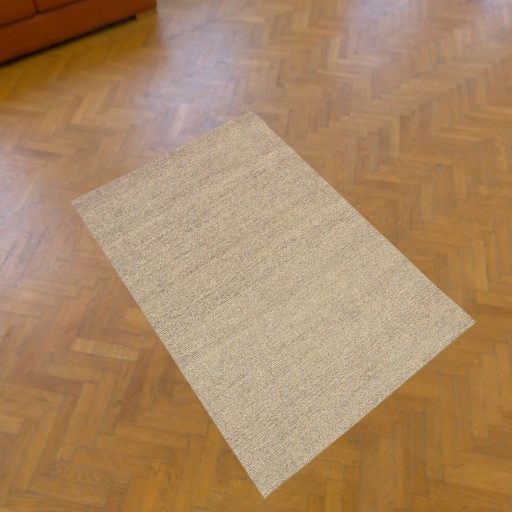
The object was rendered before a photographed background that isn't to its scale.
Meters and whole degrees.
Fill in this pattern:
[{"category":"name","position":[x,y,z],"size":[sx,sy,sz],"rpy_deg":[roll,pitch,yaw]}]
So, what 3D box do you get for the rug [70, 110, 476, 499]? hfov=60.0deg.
[{"category":"rug","position":[0.000,0.000,2.932],"size":[1.609,0.030,2.342],"rpy_deg":[-32,64,-18]}]
